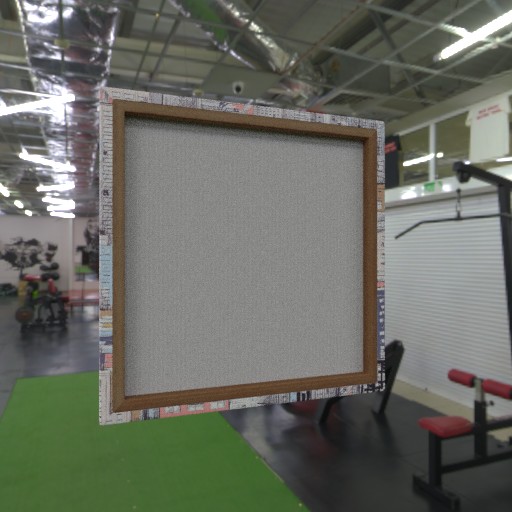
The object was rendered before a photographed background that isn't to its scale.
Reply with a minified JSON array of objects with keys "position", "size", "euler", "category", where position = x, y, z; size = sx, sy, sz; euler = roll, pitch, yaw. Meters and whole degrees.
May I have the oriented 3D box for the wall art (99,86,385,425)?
[{"position":[0.000,0.000,1.143],"size":[0.761,0.762,0.048],"euler":[0,0,-20],"category":"wall art"}]
